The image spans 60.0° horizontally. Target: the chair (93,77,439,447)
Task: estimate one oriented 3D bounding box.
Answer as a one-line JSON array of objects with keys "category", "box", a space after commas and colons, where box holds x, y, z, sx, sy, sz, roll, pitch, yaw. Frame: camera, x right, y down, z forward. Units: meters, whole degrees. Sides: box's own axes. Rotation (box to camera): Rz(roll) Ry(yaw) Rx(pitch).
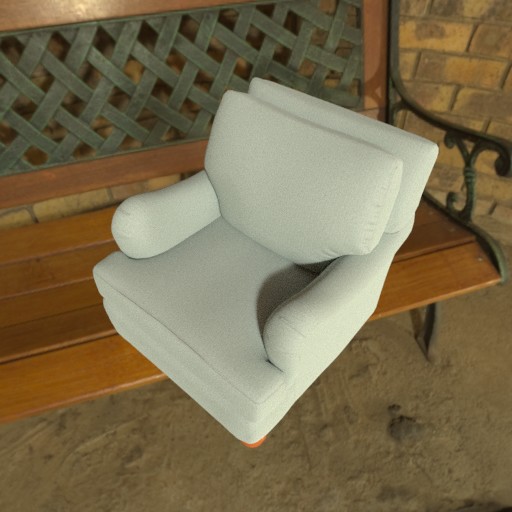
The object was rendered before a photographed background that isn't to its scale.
[{"category": "chair", "box": [0.000, 0.000, 1.864, 0.955, 1.038, 1.070, 32, 53, 27]}]
